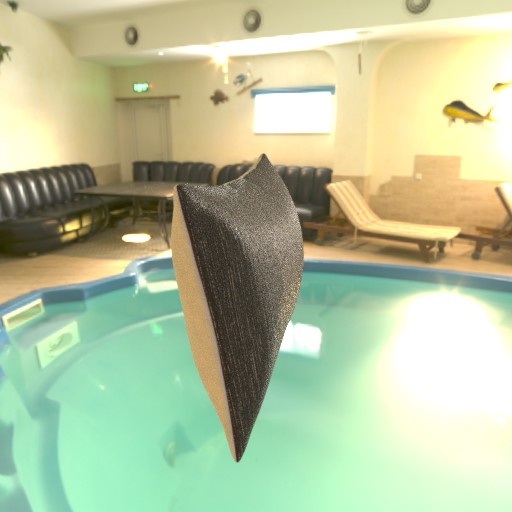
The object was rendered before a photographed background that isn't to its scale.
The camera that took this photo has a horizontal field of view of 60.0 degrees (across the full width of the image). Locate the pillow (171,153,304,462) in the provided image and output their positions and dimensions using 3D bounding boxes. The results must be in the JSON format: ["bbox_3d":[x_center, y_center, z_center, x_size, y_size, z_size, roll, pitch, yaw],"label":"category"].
[{"bbox_3d":[0.000,0.000,0.738,0.156,0.305,0.608,2,16,8],"label":"pillow"}]
